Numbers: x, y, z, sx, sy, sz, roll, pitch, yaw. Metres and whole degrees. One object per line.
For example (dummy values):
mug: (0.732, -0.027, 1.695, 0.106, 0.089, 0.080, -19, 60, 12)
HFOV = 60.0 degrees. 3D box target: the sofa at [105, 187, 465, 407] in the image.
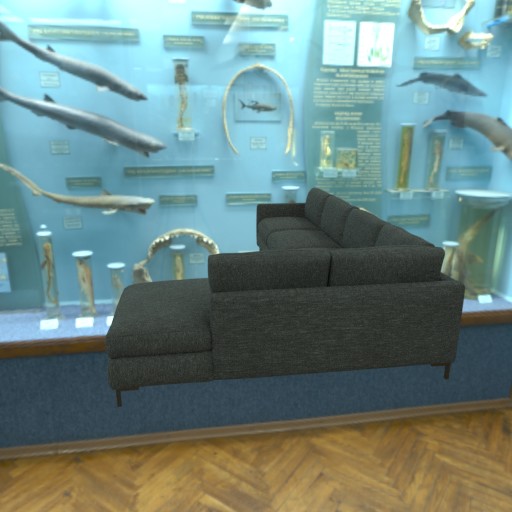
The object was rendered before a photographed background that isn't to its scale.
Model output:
sofa: (0.000, 0.000, 3.793, 2.007, 0.815, 2.949, -2, 16, -8)
